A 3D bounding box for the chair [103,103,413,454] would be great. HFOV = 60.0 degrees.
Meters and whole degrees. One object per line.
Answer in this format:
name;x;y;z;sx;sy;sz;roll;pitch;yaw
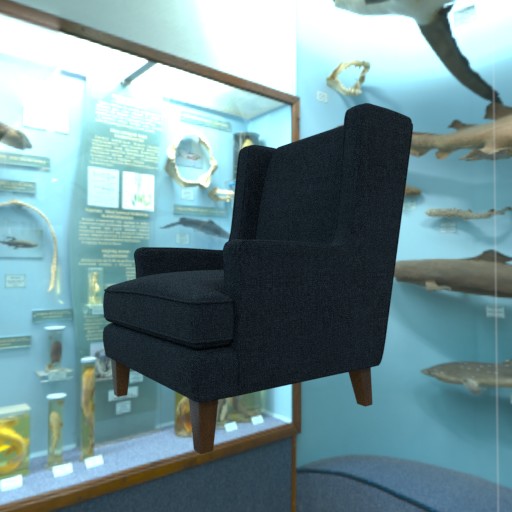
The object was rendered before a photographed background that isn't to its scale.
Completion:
chair;0.000;0.000;1.709;0.947;1.072;0.764;1;-1;-37
